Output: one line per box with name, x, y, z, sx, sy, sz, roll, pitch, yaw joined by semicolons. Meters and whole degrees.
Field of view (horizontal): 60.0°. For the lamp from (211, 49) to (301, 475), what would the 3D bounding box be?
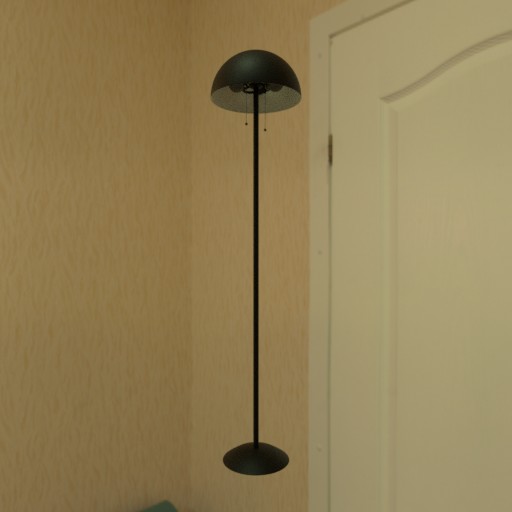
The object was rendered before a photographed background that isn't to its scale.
lamp;0.000;0.000;1.610;0.328;1.480;0.328;0;1;19
